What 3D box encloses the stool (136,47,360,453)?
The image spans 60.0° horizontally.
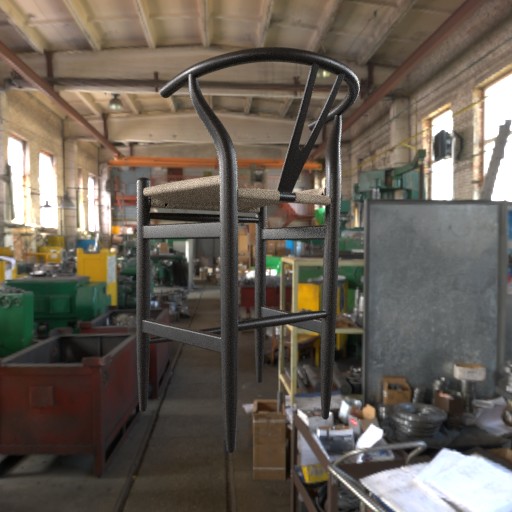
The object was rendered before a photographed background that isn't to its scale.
[{"bbox_3d":[0.000,0.000,1.295,0.569,0.970,0.579,-1,2,-38],"label":"stool"}]
